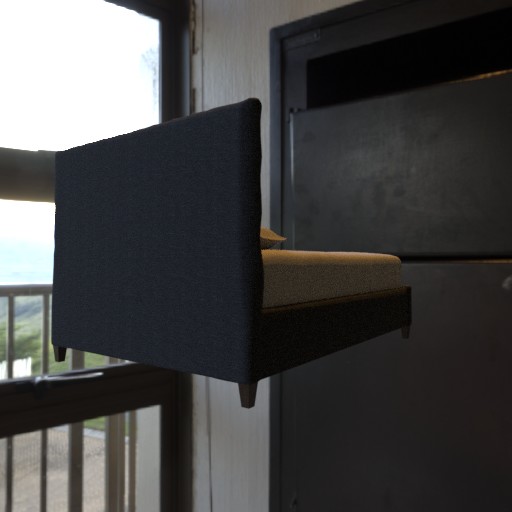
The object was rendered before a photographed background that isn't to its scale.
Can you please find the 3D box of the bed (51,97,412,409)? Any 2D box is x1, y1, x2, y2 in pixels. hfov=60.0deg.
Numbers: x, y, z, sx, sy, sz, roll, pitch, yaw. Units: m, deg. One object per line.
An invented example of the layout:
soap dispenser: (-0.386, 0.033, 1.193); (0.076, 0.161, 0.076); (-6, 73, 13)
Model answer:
bed: (0.000, 0.000, 3.441); (1.698, 1.427, 2.387); (-1, -1, 36)
